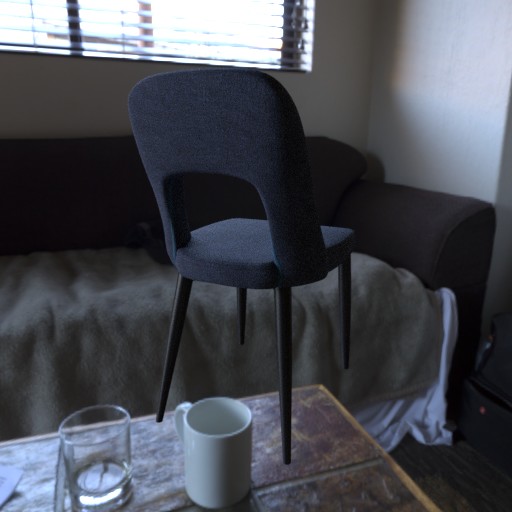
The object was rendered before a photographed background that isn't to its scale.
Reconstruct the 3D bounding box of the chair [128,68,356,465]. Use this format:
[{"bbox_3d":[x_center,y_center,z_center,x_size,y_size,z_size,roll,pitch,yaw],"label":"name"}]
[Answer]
[{"bbox_3d":[0.000,0.000,1.268,0.470,0.931,0.612,8,17,25],"label":"chair"}]
